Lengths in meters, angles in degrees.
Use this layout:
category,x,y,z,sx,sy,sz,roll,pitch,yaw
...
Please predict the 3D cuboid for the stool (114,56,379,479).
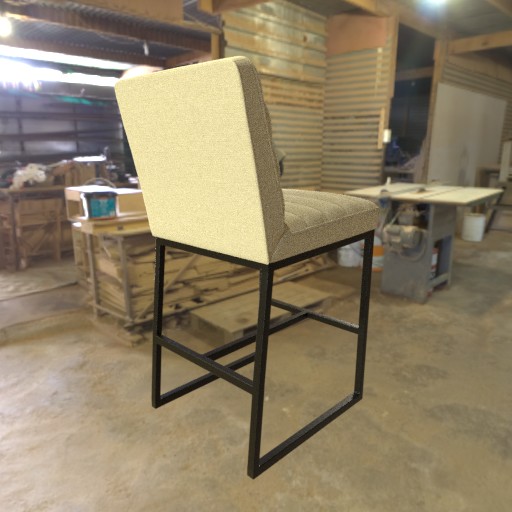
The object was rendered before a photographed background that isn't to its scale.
category,x,y,z,sx,sy,sz,roll,pitch,yaw
stool,0.000,0.000,1.249,0.460,0.940,0.560,13,19,43
